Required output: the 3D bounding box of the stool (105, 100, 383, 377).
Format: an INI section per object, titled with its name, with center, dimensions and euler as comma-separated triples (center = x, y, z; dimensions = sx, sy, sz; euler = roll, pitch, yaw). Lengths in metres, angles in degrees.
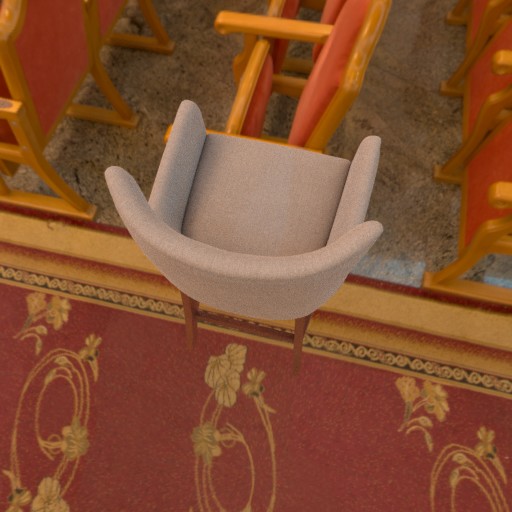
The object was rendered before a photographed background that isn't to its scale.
[stool]
center = 0.000, 0.000, 1.384
dimensions = 0.575, 1.047, 0.575
euler = 13, 65, 6
